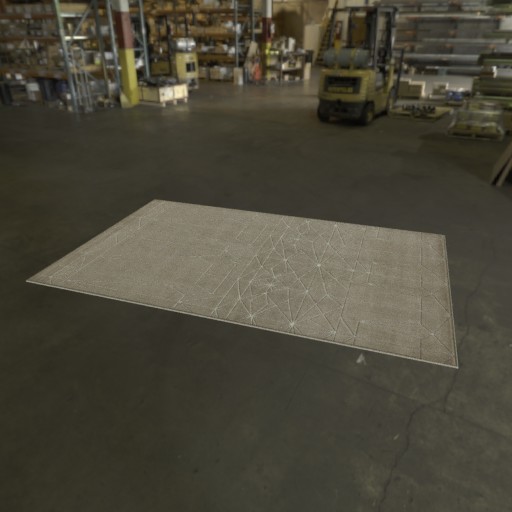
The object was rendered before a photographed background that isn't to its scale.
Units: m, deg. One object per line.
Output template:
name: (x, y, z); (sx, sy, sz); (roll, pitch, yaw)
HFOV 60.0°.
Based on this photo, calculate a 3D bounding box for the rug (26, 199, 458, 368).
rug: (0.000, 0.000, 2.989); (2.438, 0.012, 1.524); (9, 28, 17)
